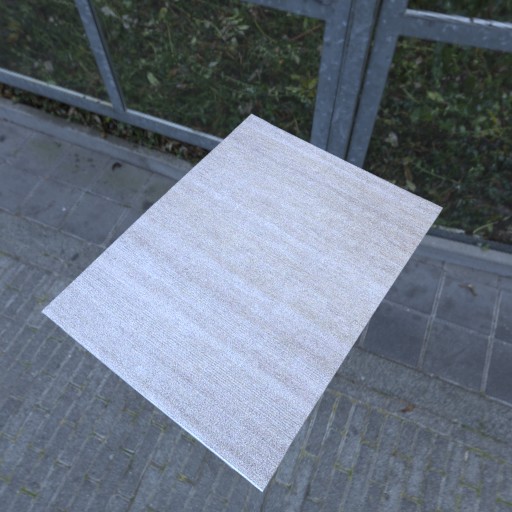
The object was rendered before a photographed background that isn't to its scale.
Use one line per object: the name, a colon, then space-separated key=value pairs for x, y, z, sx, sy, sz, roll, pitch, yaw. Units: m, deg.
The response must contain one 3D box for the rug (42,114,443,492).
rug: x=0.000 y=0.000 z=4.309 sx=2.467 sy=0.046 sz=3.245 roll=32 pitch=64 yaw=18
